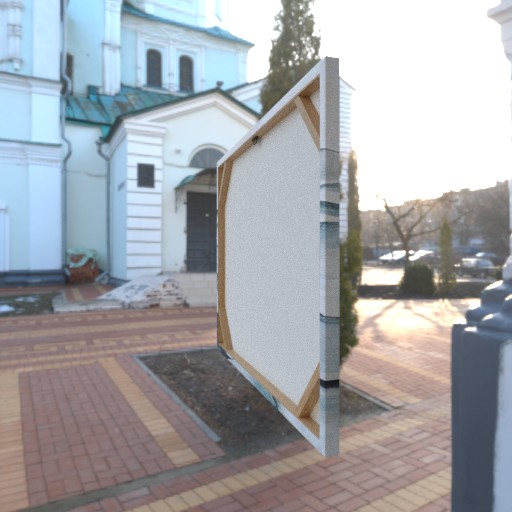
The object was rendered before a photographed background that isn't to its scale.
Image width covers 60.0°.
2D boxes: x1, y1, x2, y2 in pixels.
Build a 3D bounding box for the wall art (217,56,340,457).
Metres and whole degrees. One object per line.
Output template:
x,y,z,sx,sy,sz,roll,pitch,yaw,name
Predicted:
0.000,0.000,1.594,0.039,0.915,1.219,0,0,-17,wall art
